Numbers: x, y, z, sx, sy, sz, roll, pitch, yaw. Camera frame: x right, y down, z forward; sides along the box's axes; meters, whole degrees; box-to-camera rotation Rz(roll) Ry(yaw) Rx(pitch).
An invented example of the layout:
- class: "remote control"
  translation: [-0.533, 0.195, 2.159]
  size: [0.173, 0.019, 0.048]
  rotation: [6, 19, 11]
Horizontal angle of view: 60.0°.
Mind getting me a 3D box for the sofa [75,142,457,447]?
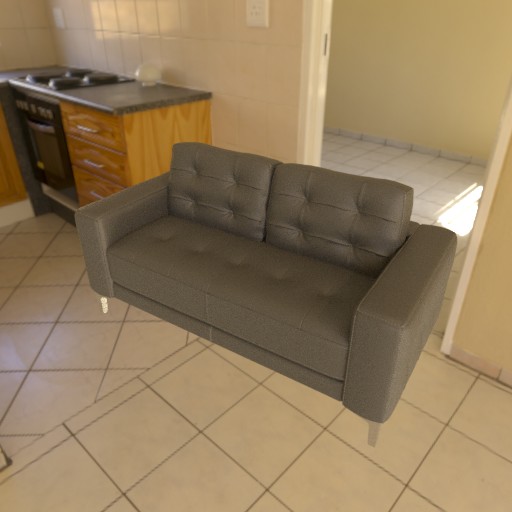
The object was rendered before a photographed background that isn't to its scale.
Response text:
- class: "sofa"
  translation: [0.000, 0.000, 2.230]
  size: [1.726, 0.892, 0.833]
  rotation: [18, 35, 28]
